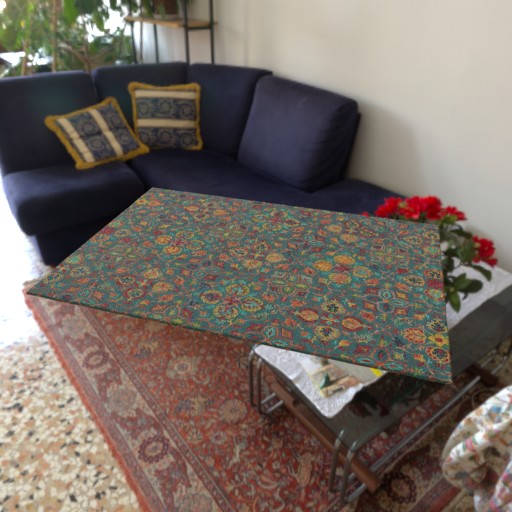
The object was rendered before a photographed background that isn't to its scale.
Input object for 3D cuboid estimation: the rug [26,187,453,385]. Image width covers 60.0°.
[{"bbox_3d":[0.000,0.000,2.290,1.836,0.014,1.216,9,34,14],"label":"rug"}]
